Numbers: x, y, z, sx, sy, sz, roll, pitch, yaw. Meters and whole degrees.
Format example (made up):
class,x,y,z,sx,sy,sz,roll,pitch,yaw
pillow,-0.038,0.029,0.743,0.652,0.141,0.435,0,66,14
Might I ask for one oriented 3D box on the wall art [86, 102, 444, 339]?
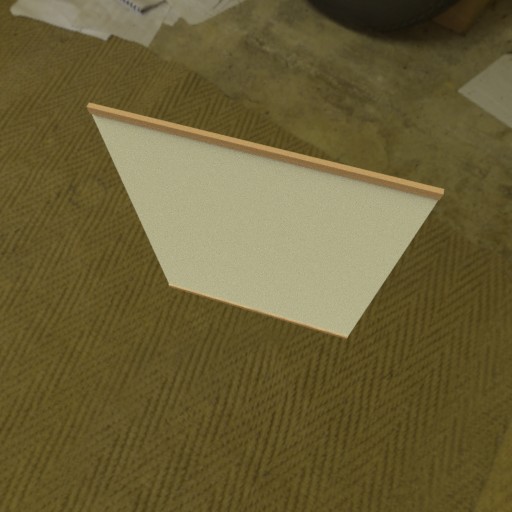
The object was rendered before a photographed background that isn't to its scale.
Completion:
class,x,y,z,sx,sy,sz,roll,pitch,yaw
wall art,0.000,0.000,1.361,0.758,1.016,0.013,16,65,8
